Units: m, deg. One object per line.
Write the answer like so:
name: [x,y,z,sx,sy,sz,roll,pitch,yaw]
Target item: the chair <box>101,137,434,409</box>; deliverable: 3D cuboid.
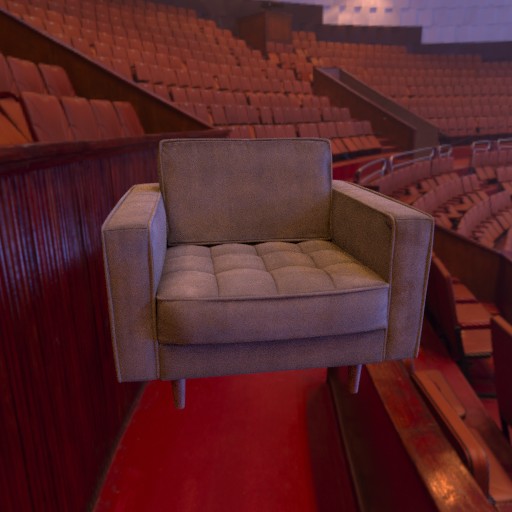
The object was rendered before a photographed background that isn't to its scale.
chair: [0.000,0.000,1.535,0.928,0.773,0.843,-3,17,-8]
